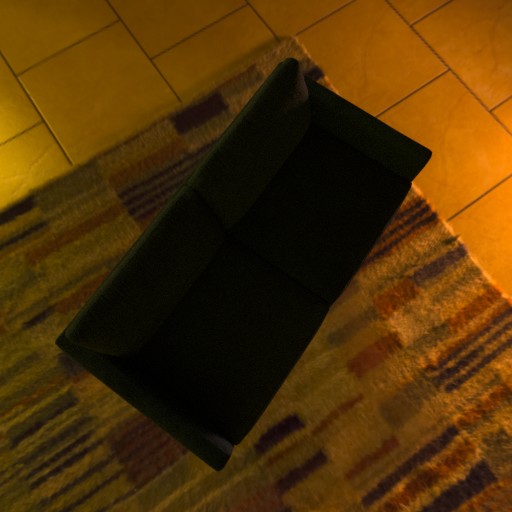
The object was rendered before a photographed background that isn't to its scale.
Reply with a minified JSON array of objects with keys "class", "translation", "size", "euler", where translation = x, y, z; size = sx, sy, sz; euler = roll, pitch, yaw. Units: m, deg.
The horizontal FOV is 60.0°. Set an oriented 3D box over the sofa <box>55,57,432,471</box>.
[{"class":"sofa","translation":[0.000,0.000,2.114],"size":[0.875,0.817,1.676],"euler":[34,78,8]}]
